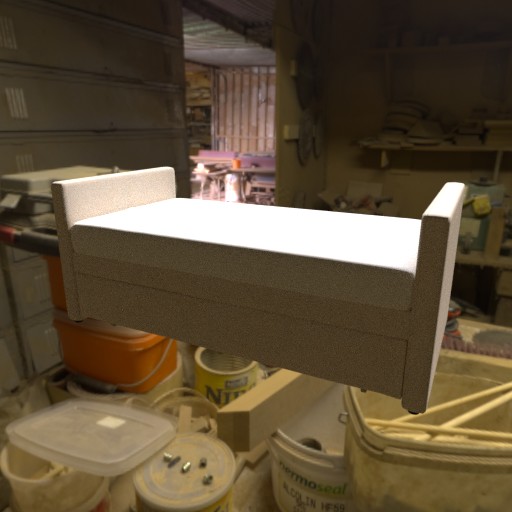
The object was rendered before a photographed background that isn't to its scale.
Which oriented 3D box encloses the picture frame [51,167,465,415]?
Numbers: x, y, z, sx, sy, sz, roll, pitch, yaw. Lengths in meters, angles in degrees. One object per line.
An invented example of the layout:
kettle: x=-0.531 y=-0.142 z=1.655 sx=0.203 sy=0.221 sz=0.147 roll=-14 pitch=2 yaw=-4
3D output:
picture frame: x=0.000 y=0.000 z=2.689 sx=2.161 sy=0.891 sz=1.069 roll=8 pitch=19 yaw=26
